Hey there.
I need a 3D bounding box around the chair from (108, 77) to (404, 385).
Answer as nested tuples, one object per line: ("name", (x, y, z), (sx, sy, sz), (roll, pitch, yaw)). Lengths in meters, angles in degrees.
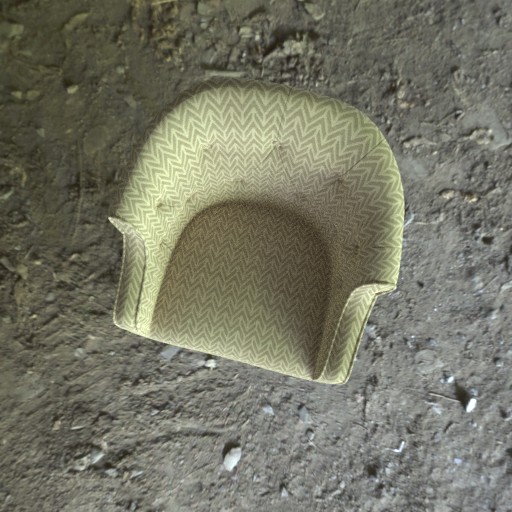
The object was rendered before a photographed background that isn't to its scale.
("chair", (0.000, 0.000, 1.305), (0.686, 0.858, 0.613), (14, 76, 4))
